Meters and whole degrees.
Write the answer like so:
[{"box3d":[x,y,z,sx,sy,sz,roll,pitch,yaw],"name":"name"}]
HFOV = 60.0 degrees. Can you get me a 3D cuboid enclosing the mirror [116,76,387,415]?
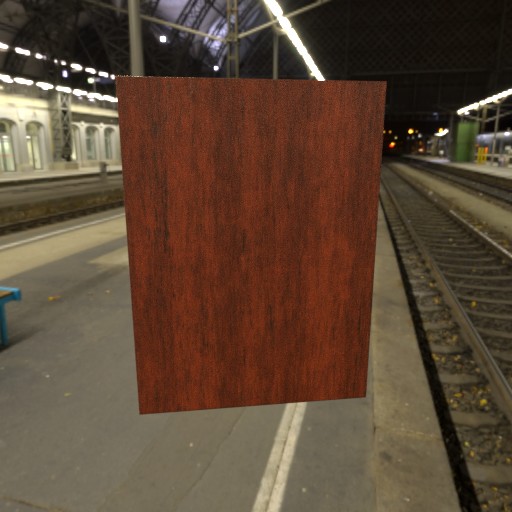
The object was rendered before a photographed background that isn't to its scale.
[{"box3d":[0.000,0.000,1.079,0.600,0.805,0.021,-2,14,-8],"name":"mirror"}]
